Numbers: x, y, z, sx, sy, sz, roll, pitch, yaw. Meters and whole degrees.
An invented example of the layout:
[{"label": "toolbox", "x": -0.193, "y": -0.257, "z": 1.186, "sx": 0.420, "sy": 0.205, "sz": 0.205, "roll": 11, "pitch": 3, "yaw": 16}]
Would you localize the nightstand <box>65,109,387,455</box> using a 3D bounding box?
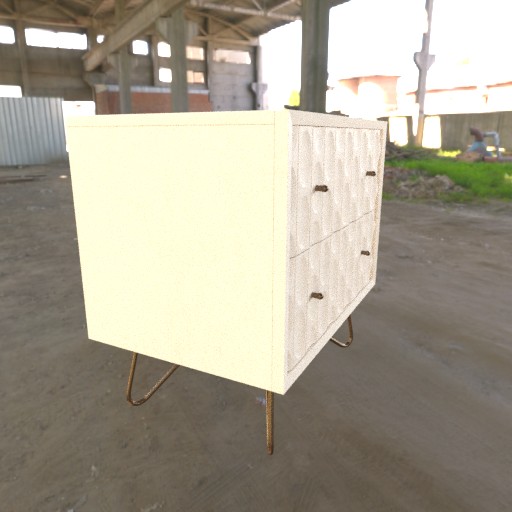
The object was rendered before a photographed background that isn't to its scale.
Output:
[{"label": "nightstand", "x": 0.000, "y": 0.000, "z": 1.025, "sx": 0.447, "sy": 0.604, "sz": 0.614, "roll": 8, "pitch": 17, "yaw": 27}]
